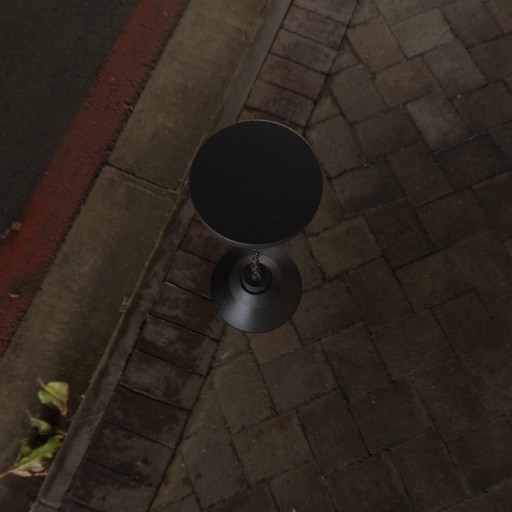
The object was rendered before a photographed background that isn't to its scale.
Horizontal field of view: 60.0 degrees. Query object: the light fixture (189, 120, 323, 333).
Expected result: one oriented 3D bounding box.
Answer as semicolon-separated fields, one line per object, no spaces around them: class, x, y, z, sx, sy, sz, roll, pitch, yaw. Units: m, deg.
light fixture;0.000;0.000;0.680;0.201;0.588;0.201;-35;79;-8
